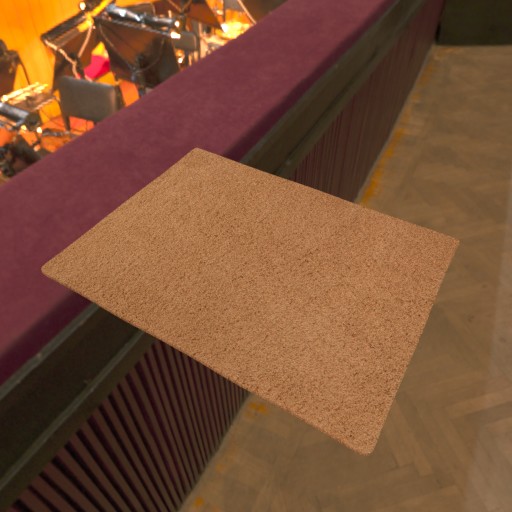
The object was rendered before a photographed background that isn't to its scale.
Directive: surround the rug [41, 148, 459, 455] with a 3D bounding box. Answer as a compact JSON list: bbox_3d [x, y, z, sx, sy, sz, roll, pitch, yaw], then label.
[{"bbox_3d":[0.000,0.000,2.096,1.600,0.025,1.199,24,50,21],"label":"rug"}]
